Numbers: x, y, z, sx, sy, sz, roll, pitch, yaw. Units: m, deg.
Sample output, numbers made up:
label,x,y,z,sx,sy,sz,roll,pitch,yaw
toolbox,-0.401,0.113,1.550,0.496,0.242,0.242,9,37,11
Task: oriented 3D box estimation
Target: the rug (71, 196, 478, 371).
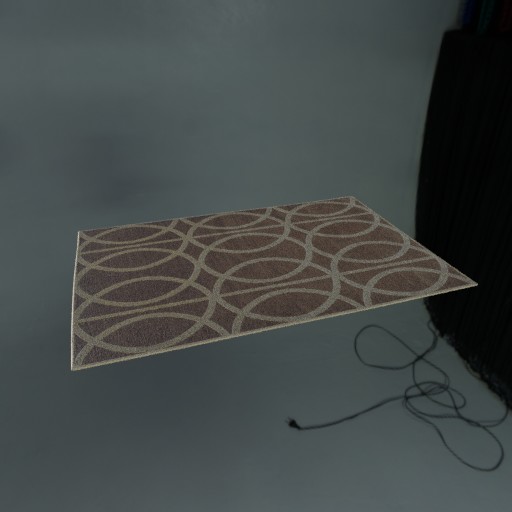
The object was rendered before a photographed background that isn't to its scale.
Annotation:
label,x,y,z,sx,sy,sz,roll,pitch,yaw
rug,0.000,0.000,2.953,2.290,0.014,1.526,-9,30,-16
